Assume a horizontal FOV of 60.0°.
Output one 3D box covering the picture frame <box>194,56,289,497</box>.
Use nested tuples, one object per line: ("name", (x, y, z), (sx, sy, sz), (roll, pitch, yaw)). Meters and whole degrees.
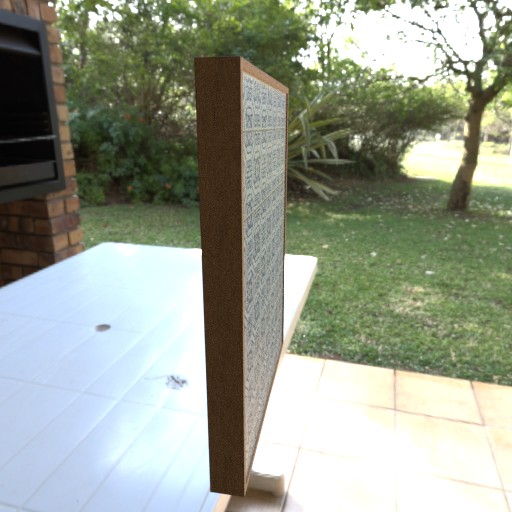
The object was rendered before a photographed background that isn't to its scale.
("picture frame", (0.000, 0.000, 0.701), (0.046, 0.526, 0.421), (3, 17, 10))
